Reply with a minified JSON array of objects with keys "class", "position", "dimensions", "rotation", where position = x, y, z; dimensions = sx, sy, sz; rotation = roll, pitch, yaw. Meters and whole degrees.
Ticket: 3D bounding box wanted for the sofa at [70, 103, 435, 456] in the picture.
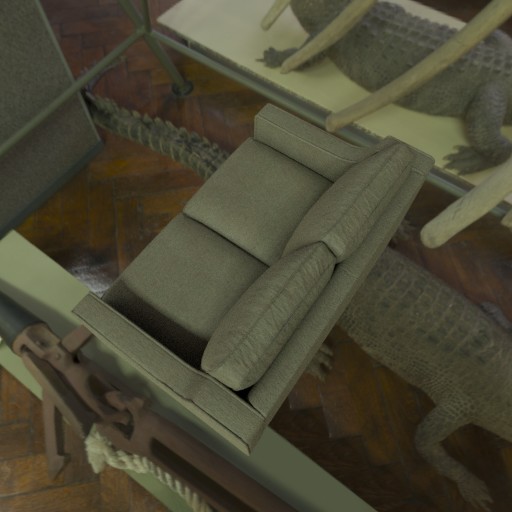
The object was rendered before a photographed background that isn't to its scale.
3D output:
[{"class":"sofa","position":[0.000,0.000,2.192],"dimensions":[0.985,0.981,1.503],"rotation":[32,68,15]}]
